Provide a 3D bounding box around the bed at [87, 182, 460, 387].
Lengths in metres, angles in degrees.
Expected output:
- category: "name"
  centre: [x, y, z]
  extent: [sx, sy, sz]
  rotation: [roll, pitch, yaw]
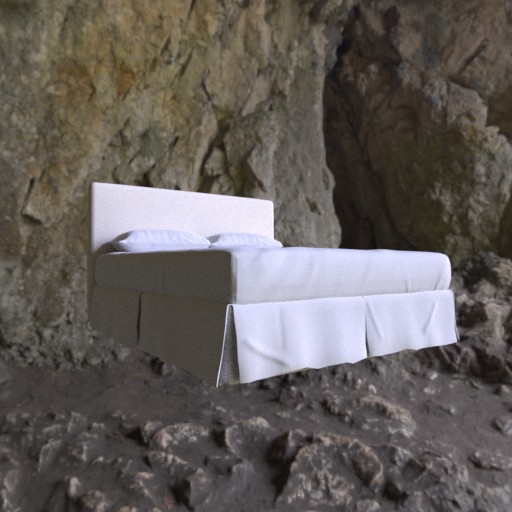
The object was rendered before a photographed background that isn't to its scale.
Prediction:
- category: "bed"
  centre: [0.000, 0.000, 3.587]
  extent: [2.119, 1.317, 2.341]
  rotation: [1, -1, -36]
